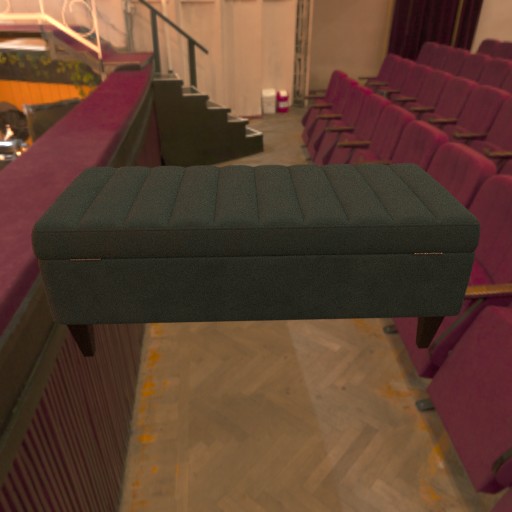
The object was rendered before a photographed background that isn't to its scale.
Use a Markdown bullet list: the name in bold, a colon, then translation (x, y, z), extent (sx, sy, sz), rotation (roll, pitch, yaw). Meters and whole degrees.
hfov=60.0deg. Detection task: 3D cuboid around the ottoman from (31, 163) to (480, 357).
- **ottoman**: translation (0.000, 0.000, 1.408), extent (1.151, 0.469, 0.482), rotation (-1, 30, -2)
